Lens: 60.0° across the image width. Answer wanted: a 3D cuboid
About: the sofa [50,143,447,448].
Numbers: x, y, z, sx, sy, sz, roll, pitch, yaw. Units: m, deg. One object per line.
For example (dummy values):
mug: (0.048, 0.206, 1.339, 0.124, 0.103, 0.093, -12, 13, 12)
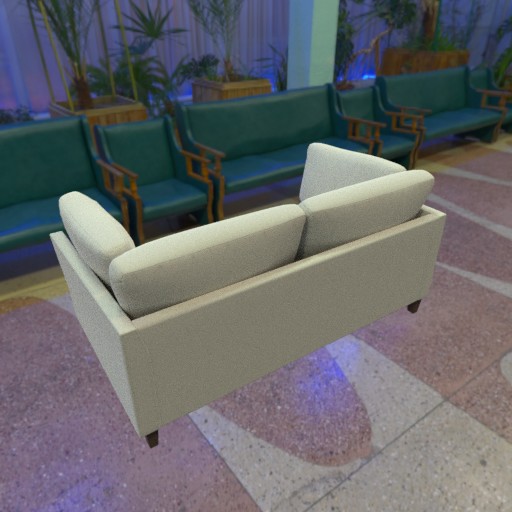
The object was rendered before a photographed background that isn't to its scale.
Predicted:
sofa: (0.000, 0.000, 2.313, 1.776, 0.836, 0.970, -18, 34, -29)
